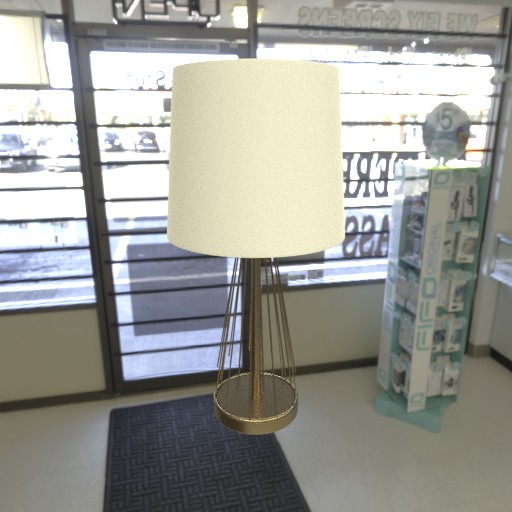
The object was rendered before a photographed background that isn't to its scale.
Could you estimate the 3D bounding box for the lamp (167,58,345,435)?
[{"bbox_3d":[0.000,0.000,0.780,0.303,0.618,0.303,0,16,0],"label":"lamp"}]
